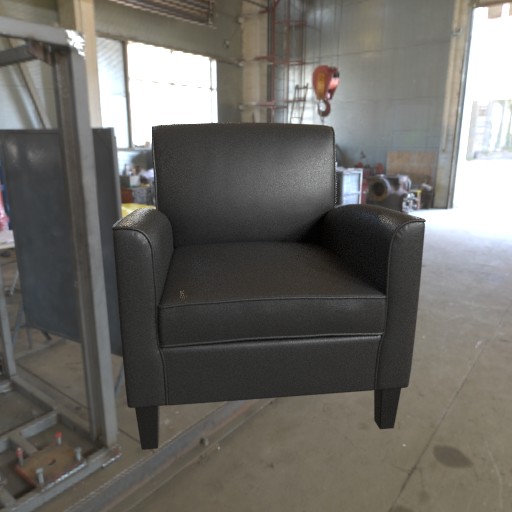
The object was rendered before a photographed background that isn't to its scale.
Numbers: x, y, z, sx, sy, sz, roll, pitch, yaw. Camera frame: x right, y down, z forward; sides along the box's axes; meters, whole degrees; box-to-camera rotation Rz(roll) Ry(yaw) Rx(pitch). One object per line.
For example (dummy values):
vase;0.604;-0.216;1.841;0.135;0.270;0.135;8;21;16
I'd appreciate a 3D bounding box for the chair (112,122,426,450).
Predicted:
chair;0.000;0.000;1.540;0.820;0.916;0.819;-2;15;-7
